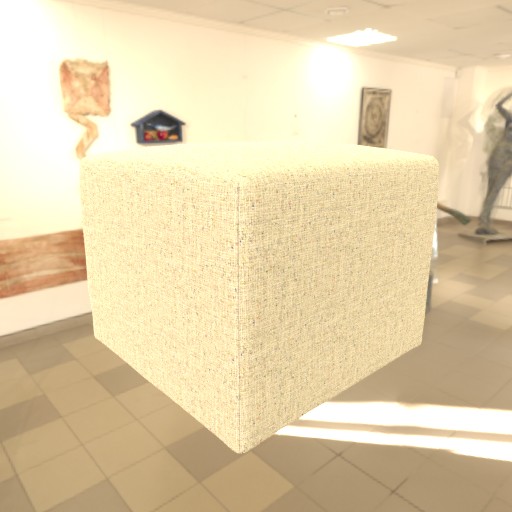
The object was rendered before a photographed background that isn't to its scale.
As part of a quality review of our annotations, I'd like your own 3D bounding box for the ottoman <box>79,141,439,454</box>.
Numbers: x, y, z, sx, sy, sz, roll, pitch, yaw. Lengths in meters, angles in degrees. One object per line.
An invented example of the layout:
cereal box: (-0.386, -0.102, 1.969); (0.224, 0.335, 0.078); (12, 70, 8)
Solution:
ottoman: (0.000, 0.000, 0.909); (0.521, 0.453, 0.512); (-14, 21, -40)
